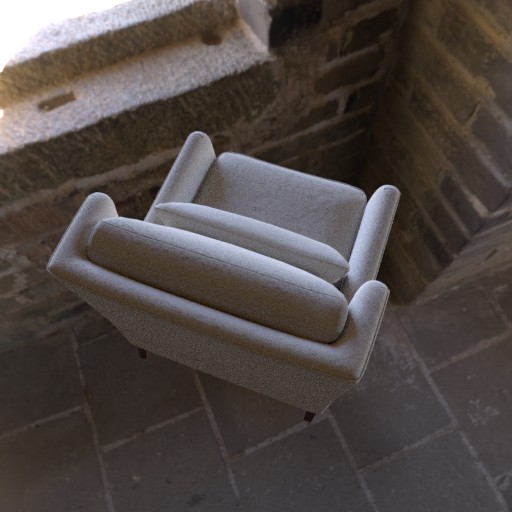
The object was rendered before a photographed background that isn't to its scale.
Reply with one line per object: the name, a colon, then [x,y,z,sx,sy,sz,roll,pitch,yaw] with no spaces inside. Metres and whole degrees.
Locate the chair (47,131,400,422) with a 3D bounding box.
chair: [0.000,0.000,1.851,0.982,1.056,1.040,18,63,9]
